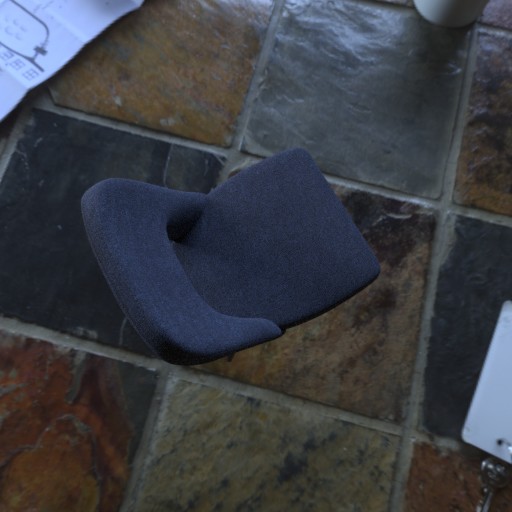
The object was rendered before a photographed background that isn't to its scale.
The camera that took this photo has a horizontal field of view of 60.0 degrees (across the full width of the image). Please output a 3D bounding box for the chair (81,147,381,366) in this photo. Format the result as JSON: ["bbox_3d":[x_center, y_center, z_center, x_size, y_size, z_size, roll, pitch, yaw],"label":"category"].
[{"bbox_3d":[0.000,0.000,1.254,0.612,0.931,0.470,-29,78,-7],"label":"chair"}]
